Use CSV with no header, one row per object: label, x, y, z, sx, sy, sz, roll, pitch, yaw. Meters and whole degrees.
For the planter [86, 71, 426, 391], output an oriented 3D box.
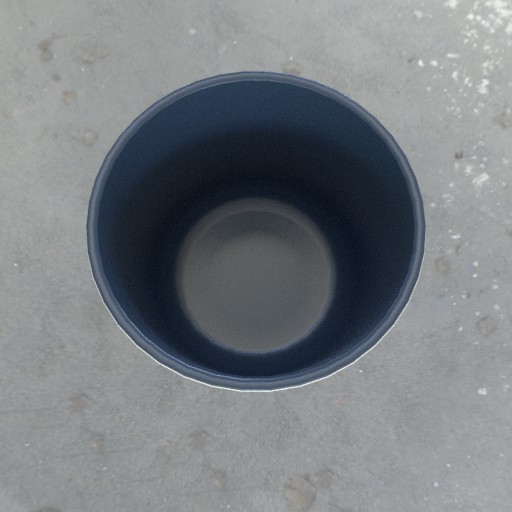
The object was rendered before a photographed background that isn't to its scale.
planter,0.000,0.000,0.387,0.224,0.203,0.224,0,74,0
